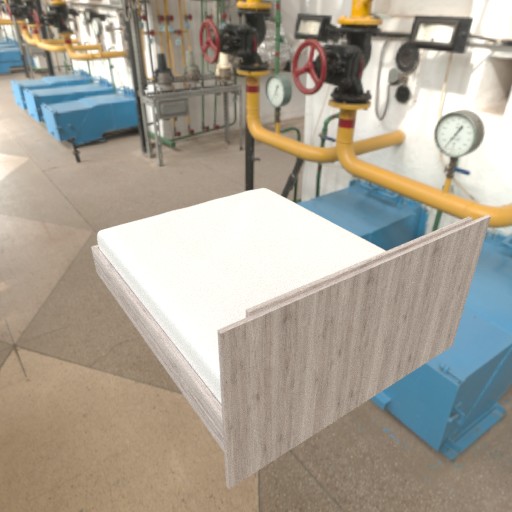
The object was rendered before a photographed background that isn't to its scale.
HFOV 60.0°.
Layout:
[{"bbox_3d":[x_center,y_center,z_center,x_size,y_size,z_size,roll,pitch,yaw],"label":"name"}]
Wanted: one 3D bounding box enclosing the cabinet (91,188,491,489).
[{"bbox_3d":[0.000,0.000,3.018,1.750,0.970,2.080,-19,36,-29],"label":"cabinet"}]
